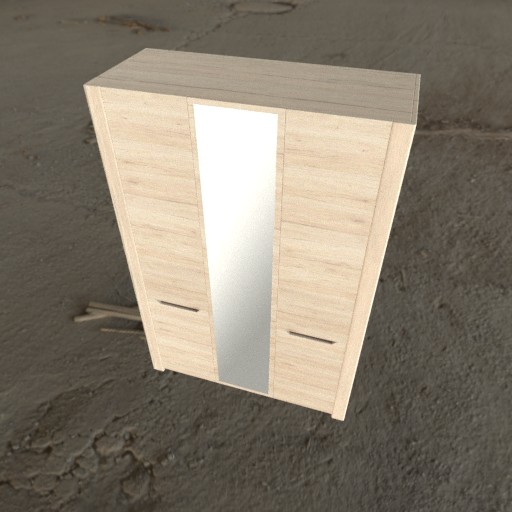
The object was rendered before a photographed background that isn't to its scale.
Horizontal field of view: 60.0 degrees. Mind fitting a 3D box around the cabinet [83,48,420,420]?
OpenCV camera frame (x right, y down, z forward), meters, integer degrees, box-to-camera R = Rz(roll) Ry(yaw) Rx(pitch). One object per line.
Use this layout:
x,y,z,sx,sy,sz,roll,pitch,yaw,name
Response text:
0.000,0.000,2.649,1.400,2.070,0.580,11,42,13,cabinet
